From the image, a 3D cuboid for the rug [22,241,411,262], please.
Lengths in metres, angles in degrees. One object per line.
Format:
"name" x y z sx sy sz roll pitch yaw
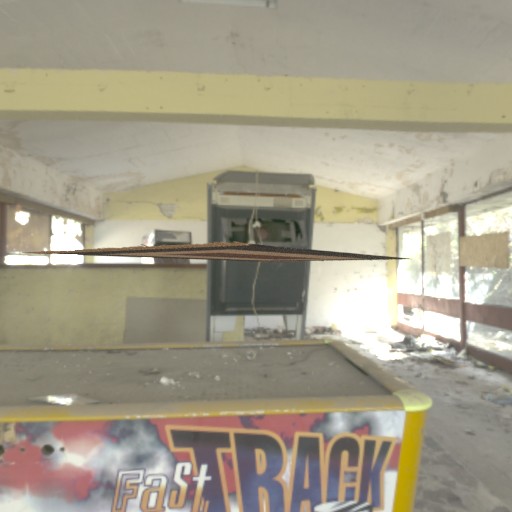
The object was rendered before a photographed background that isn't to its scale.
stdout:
"rug" 0.000 0.000 1.888 0.920 0.013 1.541 -1 -3 34
